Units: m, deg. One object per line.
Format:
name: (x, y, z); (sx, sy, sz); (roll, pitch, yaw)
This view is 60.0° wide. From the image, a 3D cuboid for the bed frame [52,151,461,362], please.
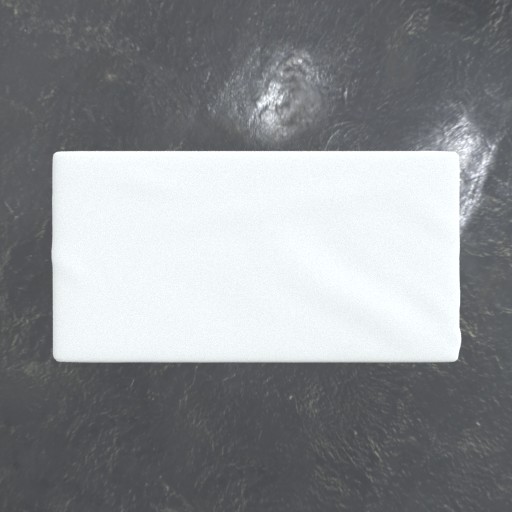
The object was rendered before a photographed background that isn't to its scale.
bed frame: (0.000, 0.000, 2.309); (1.903, 0.619, 0.989); (0, 90, 0)
